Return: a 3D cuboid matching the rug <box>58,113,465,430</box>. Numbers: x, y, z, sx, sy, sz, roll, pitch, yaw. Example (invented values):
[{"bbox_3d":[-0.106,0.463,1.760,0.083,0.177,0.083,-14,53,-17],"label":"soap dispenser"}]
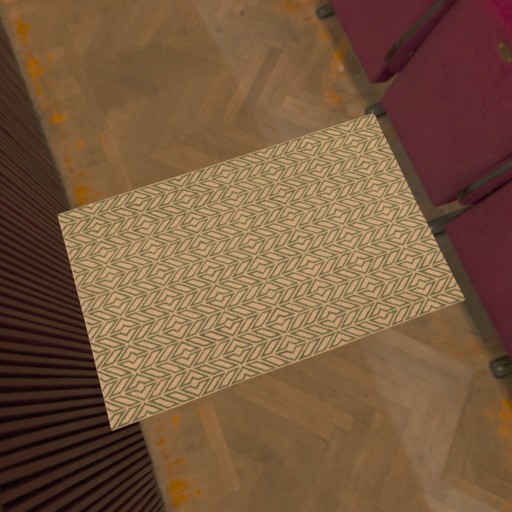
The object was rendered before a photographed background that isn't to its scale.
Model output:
[{"bbox_3d":[0.000,0.000,3.049,2.435,0.011,1.517,-19,75,-5],"label":"rug"}]
